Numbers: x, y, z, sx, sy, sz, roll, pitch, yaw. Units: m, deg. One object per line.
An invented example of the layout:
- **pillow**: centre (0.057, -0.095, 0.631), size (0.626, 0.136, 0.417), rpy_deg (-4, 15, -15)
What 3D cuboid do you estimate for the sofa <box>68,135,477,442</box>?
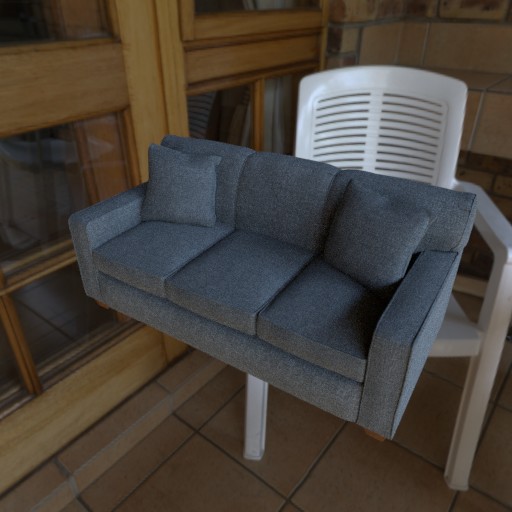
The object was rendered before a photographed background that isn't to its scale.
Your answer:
- **sofa**: centre (0.000, 0.000, 2.517), size (2.024, 0.958, 0.997), rpy_deg (18, 36, 27)
